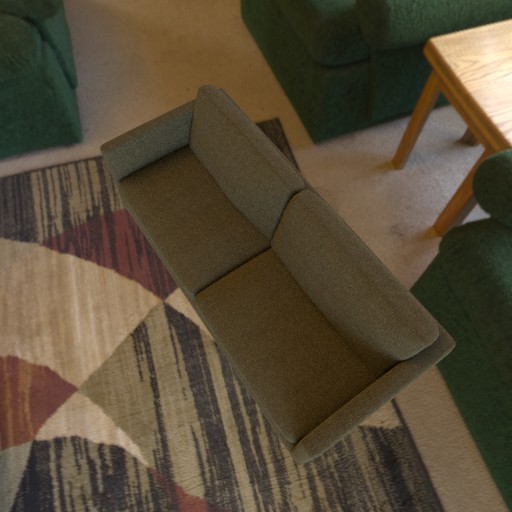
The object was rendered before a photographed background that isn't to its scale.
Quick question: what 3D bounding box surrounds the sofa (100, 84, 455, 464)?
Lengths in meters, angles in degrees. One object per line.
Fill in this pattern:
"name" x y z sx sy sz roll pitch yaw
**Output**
"sofa" 0.000 0.000 2.729 0.948 0.965 2.208 -32 67 -15
